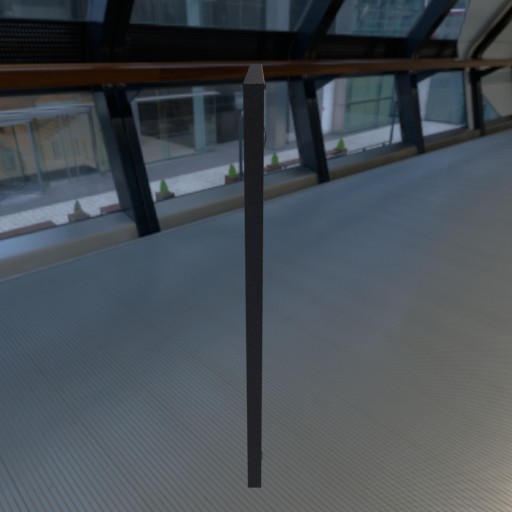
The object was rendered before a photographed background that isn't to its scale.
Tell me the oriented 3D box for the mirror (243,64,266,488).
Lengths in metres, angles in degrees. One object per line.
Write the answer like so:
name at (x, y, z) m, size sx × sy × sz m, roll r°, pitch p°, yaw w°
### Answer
mirror at (0.000, 0.000, 1.314) m, size 0.041 × 1.016 × 0.762 m, roll 0°, pitch 26°, yaw 0°
